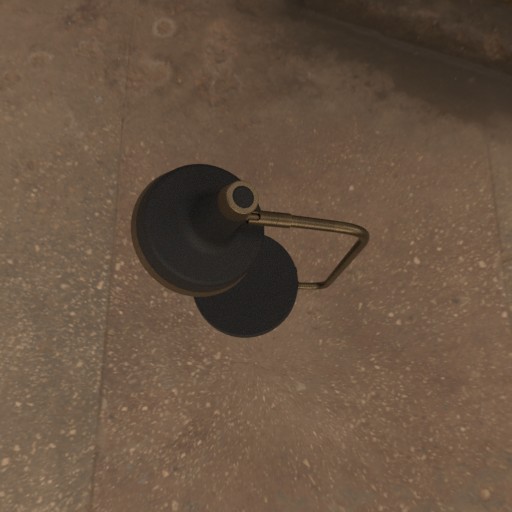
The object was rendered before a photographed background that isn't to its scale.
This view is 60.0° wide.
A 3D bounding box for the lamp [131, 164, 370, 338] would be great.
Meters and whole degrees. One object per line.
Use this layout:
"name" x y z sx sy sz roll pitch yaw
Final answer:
"lamp" 0.000 0.000 0.498 0.218 0.385 0.162 2 76 1
